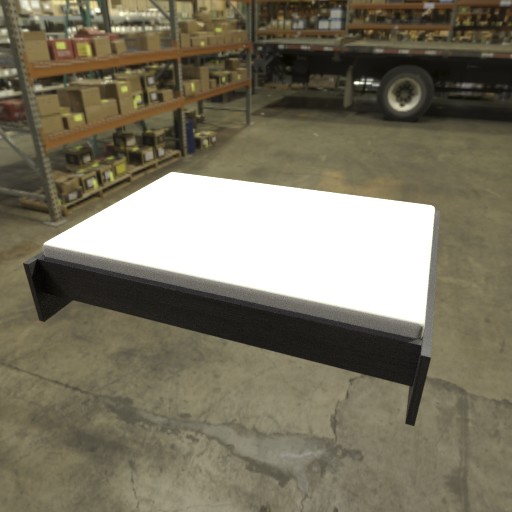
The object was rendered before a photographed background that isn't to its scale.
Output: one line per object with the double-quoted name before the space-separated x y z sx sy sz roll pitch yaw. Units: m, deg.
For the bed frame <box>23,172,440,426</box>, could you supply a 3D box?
"bed frame" 0.000 0.000 2.607 1.950 0.432 1.490 10 30 19
